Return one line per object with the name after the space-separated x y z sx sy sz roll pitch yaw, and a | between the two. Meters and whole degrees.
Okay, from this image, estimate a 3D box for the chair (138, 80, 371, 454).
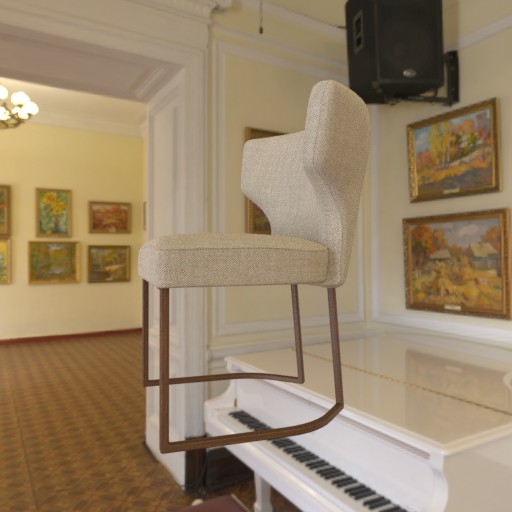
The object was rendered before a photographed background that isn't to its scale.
0.000 0.000 1.254 0.617 0.824 0.611 0 0 -18 | chair
